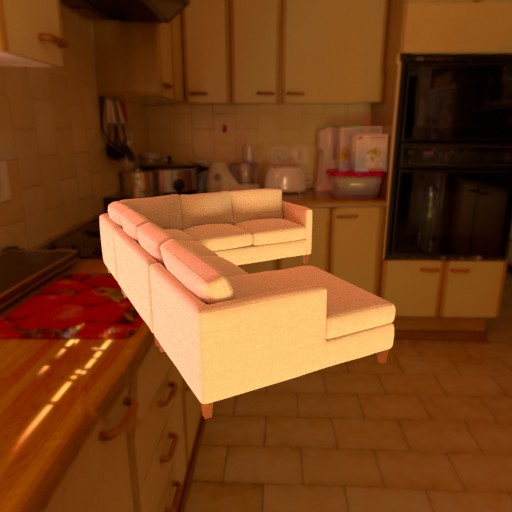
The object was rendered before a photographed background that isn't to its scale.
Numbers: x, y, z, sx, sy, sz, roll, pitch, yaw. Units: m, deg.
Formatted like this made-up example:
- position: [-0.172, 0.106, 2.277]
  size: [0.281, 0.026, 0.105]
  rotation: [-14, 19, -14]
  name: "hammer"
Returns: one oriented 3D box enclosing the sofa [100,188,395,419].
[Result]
- position: [0.000, 0.000, 4.639]
  size: [2.594, 0.961, 3.460]
  rotation: [-8, 18, -27]
  name: "sofa"
